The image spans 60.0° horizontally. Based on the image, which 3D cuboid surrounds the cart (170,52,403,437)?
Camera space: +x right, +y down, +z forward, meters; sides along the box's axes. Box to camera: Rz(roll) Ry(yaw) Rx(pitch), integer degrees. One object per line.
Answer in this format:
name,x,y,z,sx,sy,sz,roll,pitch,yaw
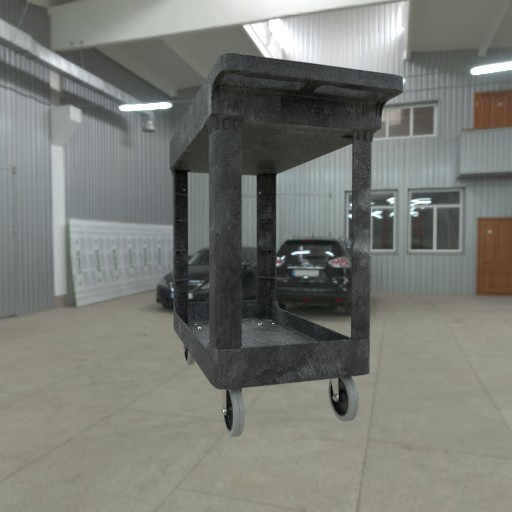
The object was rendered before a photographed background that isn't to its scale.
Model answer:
cart,0.000,0.000,1.344,0.420,0.824,0.877,-1,2,-18
